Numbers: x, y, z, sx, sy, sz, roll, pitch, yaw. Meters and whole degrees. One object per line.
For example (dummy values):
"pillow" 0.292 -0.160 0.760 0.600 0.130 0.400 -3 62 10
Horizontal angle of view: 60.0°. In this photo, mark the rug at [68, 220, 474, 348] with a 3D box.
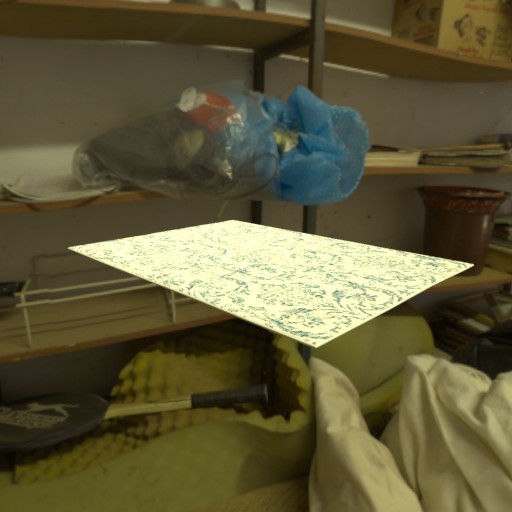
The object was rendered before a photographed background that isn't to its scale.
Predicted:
"rug" 0.000 0.000 2.927 2.197 0.014 1.586 14 20 43
